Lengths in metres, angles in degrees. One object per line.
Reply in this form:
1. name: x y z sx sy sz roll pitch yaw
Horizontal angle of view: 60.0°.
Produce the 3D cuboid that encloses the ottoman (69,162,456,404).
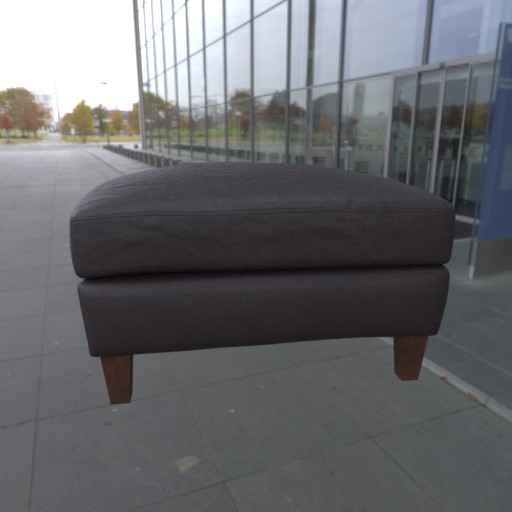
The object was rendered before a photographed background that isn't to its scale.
1. ottoman: 0.000 0.000 1.284 0.887 0.529 0.659 -2 16 -8
